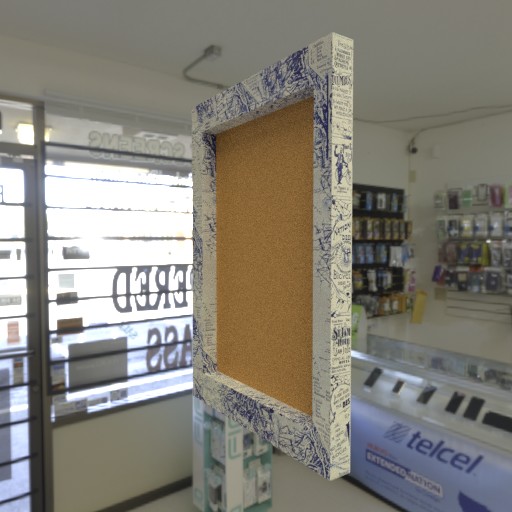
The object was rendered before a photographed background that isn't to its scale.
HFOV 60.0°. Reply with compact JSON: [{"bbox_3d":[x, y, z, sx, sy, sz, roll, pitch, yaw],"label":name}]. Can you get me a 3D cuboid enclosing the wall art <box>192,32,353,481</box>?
[{"bbox_3d":[0.000,0.000,0.770,0.040,0.601,0.408,-1,2,-35],"label":"wall art"}]
